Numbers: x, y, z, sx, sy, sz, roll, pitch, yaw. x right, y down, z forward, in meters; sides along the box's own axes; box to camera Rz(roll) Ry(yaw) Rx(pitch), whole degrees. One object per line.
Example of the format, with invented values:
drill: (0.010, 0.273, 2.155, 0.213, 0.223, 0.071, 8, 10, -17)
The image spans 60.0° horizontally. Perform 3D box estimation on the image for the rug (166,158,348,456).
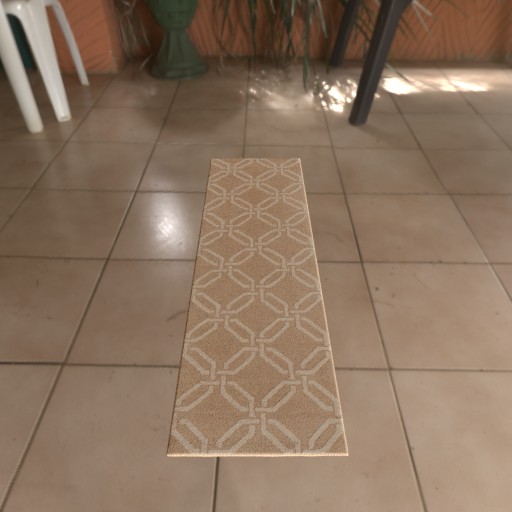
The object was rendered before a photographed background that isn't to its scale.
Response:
rug: (0.000, 0.000, 2.508, 0.678, 0.014, 2.276, 0, 41, 0)
